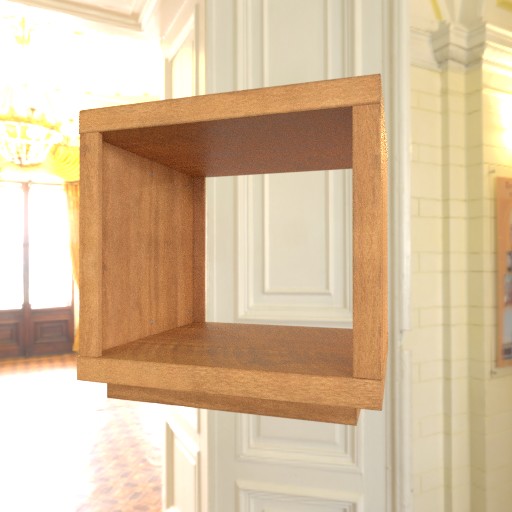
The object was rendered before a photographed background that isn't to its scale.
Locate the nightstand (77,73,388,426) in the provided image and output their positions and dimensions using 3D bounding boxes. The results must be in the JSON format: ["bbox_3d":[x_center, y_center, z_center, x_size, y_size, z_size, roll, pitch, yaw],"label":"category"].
[{"bbox_3d":[0.000,0.000,0.876,0.493,0.491,0.436,0,0,18],"label":"nightstand"}]
